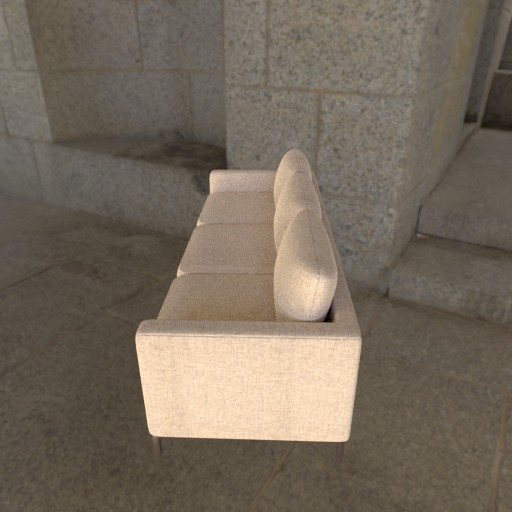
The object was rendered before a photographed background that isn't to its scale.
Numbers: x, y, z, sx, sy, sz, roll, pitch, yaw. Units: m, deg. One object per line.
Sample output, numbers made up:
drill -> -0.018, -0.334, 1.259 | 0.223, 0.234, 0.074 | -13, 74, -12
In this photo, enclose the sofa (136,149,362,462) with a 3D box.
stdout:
sofa -> 0.000, 0.000, 2.691 | 0.859, 0.874, 2.218 | 1, 26, 2
